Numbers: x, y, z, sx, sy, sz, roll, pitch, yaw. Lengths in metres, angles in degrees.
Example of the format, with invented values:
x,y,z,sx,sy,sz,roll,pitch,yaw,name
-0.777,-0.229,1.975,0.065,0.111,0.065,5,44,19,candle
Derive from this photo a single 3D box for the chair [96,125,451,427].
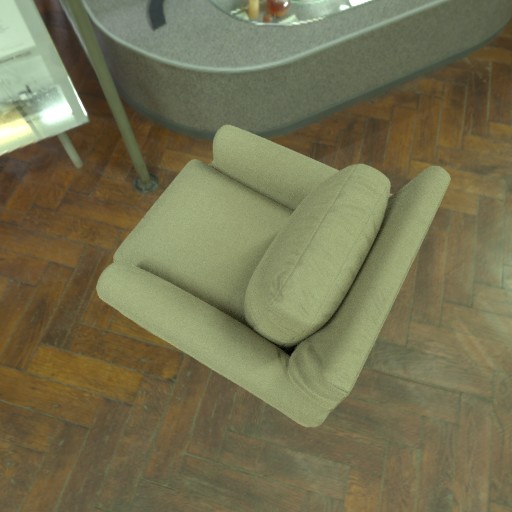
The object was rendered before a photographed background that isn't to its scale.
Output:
x,y,z,sx,sy,sz,roll,pitch,yaw,name
0.000,0.000,1.758,1.066,0.866,0.940,28,67,13,chair
